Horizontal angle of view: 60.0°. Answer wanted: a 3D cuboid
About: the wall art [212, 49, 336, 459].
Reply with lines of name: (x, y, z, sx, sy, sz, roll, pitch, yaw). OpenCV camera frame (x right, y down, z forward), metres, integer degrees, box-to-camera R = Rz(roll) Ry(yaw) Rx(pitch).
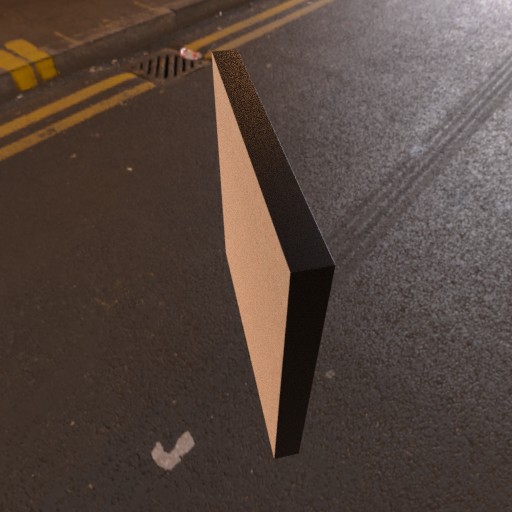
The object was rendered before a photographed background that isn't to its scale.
wall art: (0.000, 0.000, 0.492, 0.029, 0.318, 0.327, -9, 47, -8)
